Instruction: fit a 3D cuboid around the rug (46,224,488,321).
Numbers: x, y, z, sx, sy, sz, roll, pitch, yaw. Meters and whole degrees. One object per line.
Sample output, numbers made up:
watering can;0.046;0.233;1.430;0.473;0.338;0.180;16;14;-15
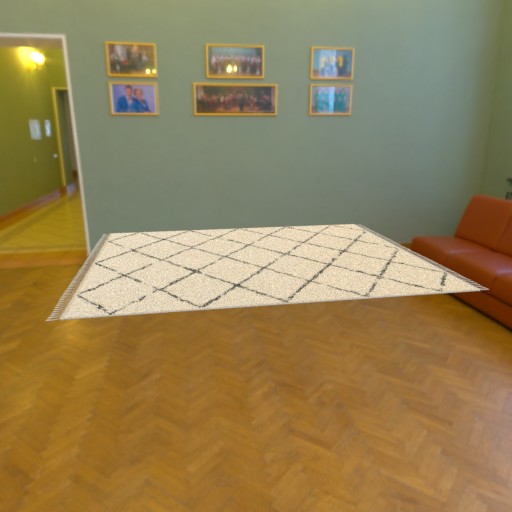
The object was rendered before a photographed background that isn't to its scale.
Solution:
rug;0.000;0.000;4.098;3.051;0.013;2.380;-3;16;-10
